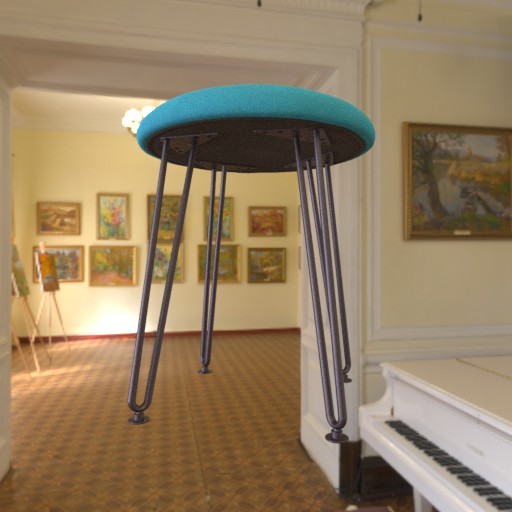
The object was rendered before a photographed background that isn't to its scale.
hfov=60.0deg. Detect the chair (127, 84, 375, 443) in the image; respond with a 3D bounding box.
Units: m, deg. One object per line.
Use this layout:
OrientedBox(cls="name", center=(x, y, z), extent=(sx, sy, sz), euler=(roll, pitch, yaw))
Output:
OrientedBox(cls="chair", center=(0.000, 0.000, 0.672), extent=(0.350, 0.430, 0.350), euler=(0, 0, 1))
